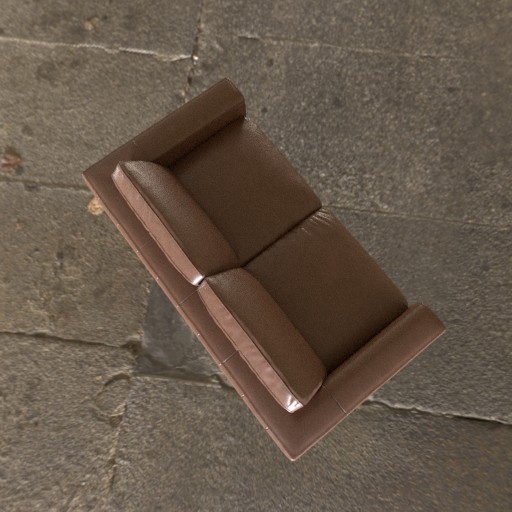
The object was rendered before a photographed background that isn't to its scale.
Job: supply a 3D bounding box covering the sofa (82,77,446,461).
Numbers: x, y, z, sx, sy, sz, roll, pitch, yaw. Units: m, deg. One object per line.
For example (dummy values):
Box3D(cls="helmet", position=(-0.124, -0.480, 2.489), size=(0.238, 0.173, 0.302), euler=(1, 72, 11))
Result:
Box3D(cls="sofa", position=(0.000, 0.000, 2.548), size=(1.070, 0.800, 1.920), euler=(-37, 79, -9))
